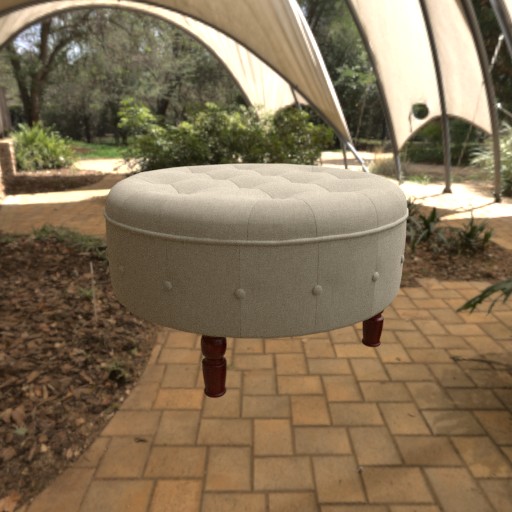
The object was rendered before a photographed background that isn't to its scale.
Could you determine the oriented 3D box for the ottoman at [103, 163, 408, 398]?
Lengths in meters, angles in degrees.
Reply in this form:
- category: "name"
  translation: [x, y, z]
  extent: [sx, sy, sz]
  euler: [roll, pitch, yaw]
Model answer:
- category: "ottoman"
  translation: [0.000, 0.000, 1.347]
  extent: [0.850, 0.483, 0.850]
  euler: [0, 18, 0]
